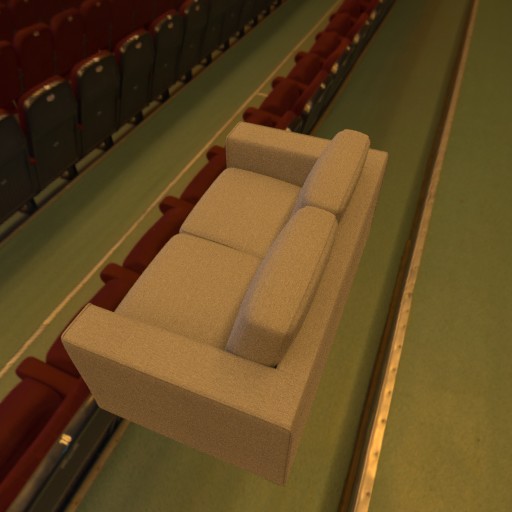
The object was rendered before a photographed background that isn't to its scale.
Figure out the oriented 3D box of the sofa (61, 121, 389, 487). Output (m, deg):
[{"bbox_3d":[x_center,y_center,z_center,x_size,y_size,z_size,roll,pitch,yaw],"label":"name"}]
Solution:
[{"bbox_3d":[0.000,0.000,2.366,1.007,0.924,1.812,16,49,15],"label":"sofa"}]
